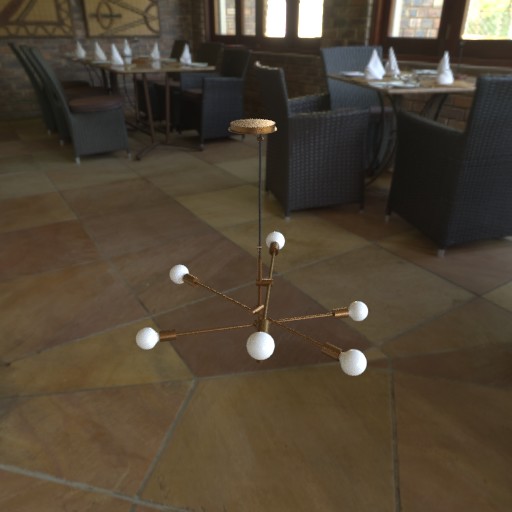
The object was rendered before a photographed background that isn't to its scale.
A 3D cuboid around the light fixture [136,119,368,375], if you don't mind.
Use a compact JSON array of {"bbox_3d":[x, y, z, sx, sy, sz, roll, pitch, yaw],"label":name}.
[{"bbox_3d":[0.000,0.000,1.272,0.682,0.744,0.637,8,28,15],"label":"light fixture"}]
